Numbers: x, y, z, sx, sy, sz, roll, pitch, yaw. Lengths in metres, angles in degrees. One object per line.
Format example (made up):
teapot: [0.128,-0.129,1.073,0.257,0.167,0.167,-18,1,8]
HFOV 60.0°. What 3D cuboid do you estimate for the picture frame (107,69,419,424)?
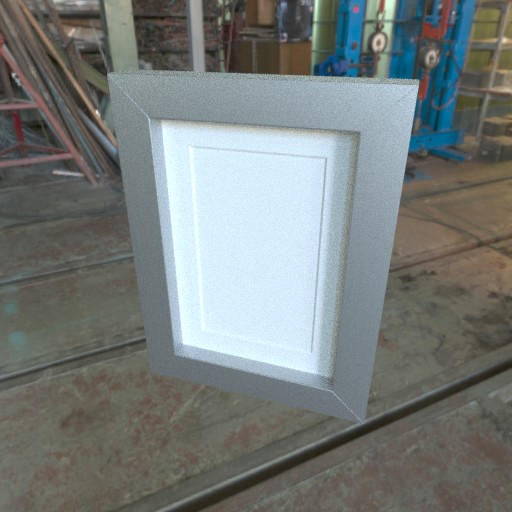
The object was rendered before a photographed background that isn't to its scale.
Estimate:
picture frame: [0.000,0.000,0.274,0.157,0.208,0.028,9,29,16]
